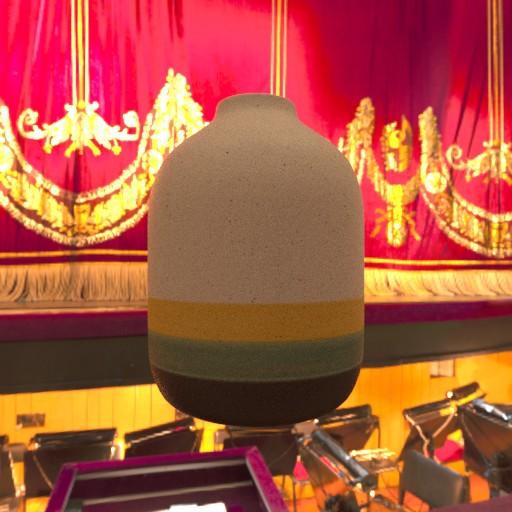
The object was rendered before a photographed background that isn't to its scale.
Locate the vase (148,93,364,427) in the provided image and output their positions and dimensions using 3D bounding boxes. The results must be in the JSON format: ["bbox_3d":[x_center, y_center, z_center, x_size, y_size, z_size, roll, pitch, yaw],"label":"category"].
[{"bbox_3d":[0.000,0.000,0.356,0.169,0.240,0.169,0,-1,0],"label":"vase"}]
